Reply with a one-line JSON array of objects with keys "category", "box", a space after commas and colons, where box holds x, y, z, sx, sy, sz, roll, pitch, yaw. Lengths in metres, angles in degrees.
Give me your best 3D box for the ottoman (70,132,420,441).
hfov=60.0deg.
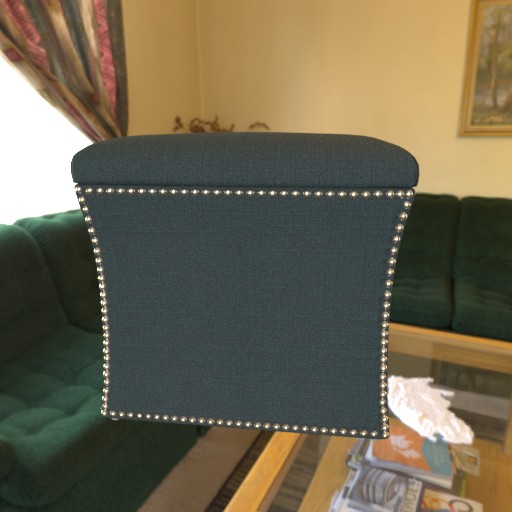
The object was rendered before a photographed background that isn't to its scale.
[{"category": "ottoman", "box": [0.000, 0.000, 0.882, 0.507, 0.475, 0.497, 2, 15, 7]}]
